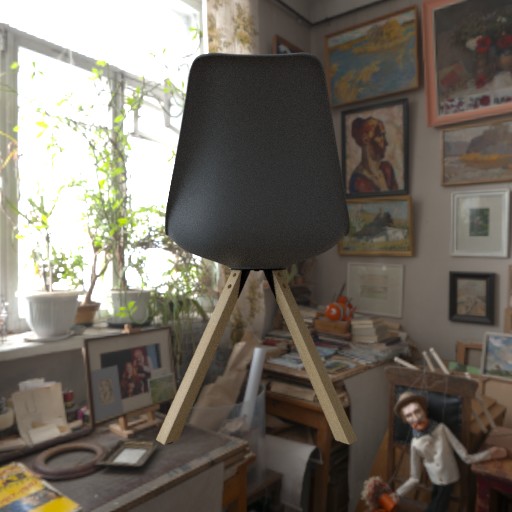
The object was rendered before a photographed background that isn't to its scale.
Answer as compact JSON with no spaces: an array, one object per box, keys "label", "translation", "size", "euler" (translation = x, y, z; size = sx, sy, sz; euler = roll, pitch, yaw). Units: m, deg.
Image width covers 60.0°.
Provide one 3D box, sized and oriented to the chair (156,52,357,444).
[{"label":"chair","translation":[0.000,0.000,1.180],"size":[0.485,0.850,0.549],"euler":[0,0,0]}]
